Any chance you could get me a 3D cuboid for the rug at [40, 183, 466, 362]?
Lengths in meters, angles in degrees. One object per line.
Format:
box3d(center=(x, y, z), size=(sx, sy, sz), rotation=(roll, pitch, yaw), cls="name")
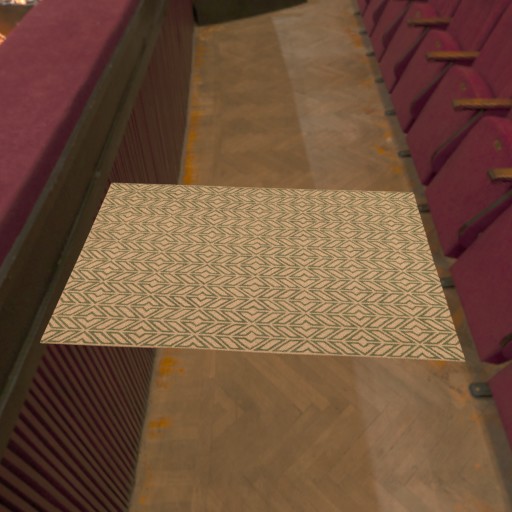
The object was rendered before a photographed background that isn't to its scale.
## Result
box3d(center=(0.000, 0.000, 3.051), size=(2.435, 0.011, 1.517), rotation=(2, 46, 2), cls="rug")
